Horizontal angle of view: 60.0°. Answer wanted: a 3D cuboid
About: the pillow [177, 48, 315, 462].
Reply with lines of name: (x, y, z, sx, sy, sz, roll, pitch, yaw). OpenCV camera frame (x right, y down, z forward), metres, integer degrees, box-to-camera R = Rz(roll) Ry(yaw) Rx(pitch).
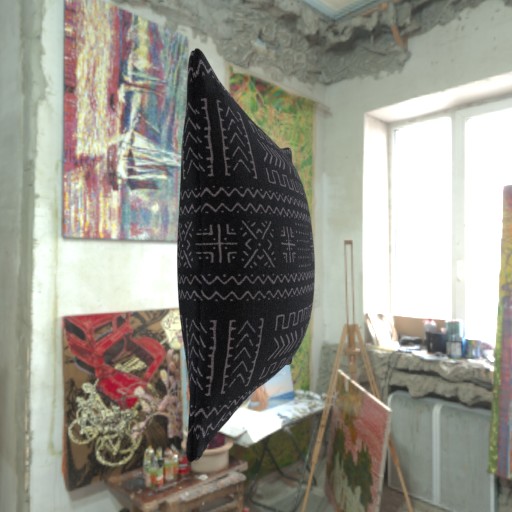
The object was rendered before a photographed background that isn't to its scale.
pillow: (0.000, 0.000, 0.662, 0.164, 0.430, 0.438, 0, 0, 17)
